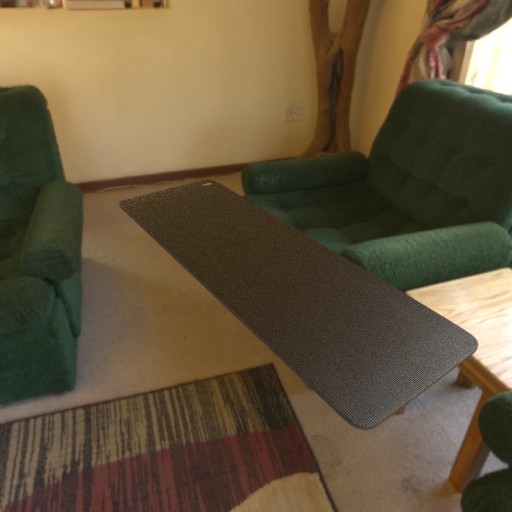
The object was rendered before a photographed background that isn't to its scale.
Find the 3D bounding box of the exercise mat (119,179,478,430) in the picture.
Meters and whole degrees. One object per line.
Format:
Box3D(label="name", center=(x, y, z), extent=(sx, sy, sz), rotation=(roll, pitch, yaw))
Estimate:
Box3D(label="exercise mat", center=(0.000, 0.000, 2.019), extent=(0.616, 0.021, 1.869), rotation=(-21, 37, -30))
